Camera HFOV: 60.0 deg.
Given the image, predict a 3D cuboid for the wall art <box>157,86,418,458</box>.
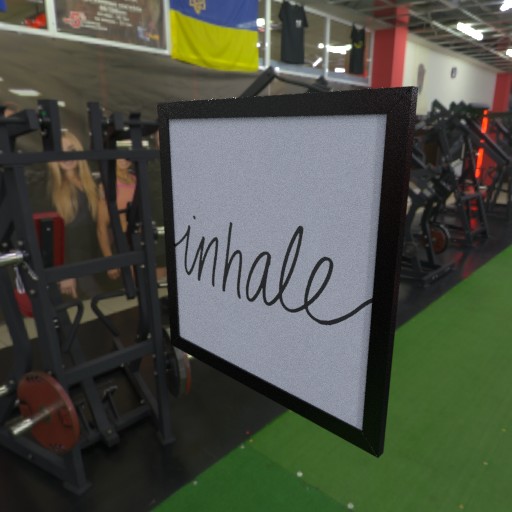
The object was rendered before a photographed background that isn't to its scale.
[{"bbox_3d":[0.000,0.000,0.656,0.446,0.445,0.014,15,22,42],"label":"wall art"}]
